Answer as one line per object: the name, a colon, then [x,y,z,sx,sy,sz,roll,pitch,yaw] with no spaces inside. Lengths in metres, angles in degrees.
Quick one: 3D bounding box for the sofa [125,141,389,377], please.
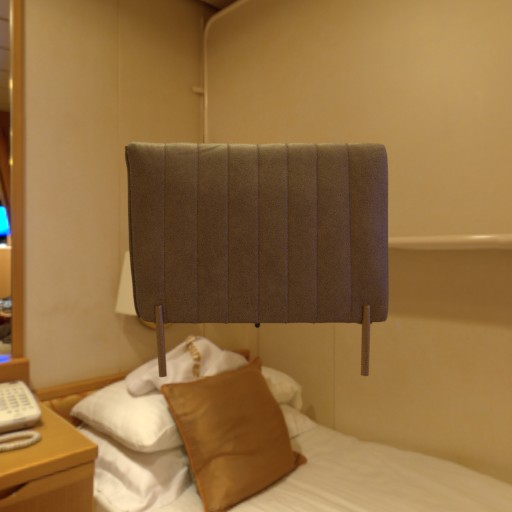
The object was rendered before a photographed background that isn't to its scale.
sofa: [0.000,0.000,2.400,0.876,0.779,1.980,0,0,0]
